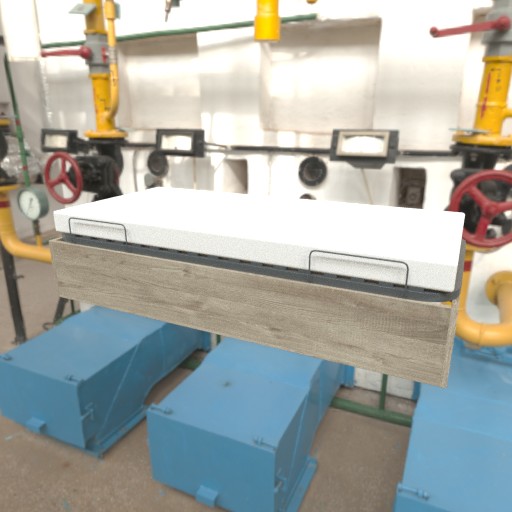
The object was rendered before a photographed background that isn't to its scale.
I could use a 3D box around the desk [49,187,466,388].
[{"bbox_3d":[0.000,0.000,2.245,1.900,0.455,0.900,8,20,24],"label":"desk"}]
